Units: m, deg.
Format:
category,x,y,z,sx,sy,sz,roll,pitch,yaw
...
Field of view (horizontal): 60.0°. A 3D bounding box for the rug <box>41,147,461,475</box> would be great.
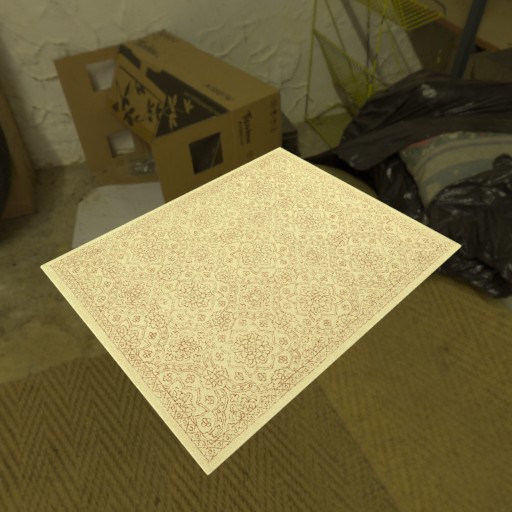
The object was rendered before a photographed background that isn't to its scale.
category,x,y,z,sx,sy,sz,roll,pitch,yaw
rug,0.000,0.000,4.098,3.050,0.015,2.441,-33,53,-29
